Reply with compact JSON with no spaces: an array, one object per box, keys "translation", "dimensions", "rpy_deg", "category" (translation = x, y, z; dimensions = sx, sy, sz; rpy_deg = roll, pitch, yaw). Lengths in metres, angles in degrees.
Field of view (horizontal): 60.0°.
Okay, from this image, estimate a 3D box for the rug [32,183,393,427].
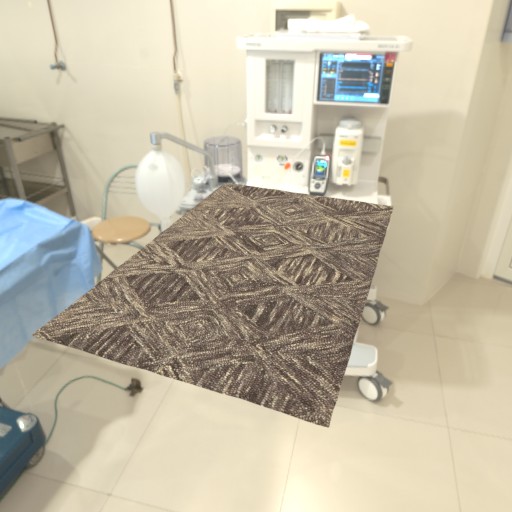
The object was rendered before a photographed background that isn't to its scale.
[{"translation":[0.000,0.000,2.282],"dimensions":[1.186,0.012,1.814],"rpy_deg":[11,32,18],"category":"rug"}]
